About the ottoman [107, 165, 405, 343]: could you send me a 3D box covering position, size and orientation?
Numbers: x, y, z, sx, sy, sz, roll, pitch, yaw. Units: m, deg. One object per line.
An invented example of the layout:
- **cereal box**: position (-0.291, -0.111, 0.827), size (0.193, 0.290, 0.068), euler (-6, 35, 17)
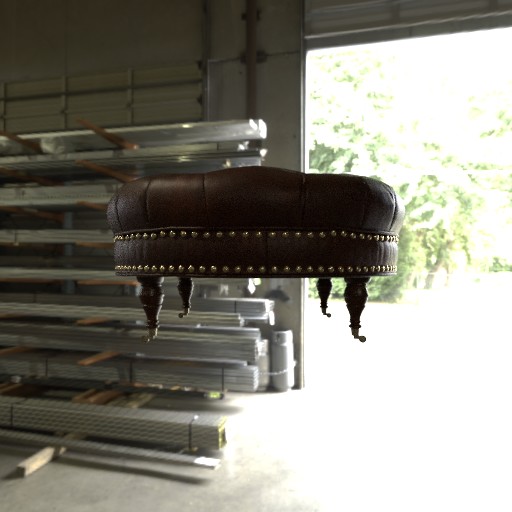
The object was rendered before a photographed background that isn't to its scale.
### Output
- **ottoman**: position (0.000, 0.000, 1.400), size (0.901, 0.455, 0.901), euler (0, -1, 0)
